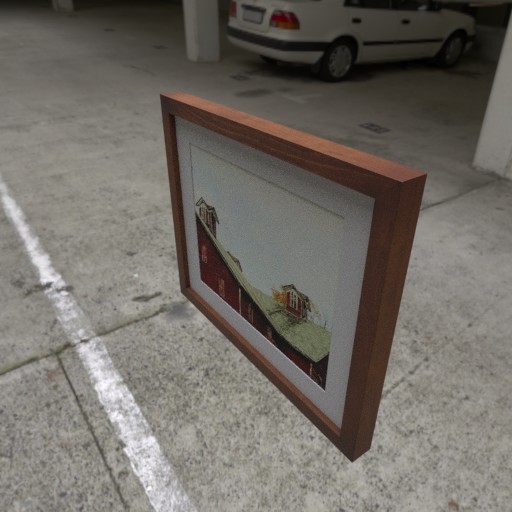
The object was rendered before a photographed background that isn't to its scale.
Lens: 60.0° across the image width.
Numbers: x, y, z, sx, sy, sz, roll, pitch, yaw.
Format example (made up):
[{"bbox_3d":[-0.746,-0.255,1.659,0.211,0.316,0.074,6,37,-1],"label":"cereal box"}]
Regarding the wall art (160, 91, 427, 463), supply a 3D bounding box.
[{"bbox_3d":[0.000,0.000,0.552,0.030,0.328,0.401,-20,36,-30],"label":"wall art"}]
